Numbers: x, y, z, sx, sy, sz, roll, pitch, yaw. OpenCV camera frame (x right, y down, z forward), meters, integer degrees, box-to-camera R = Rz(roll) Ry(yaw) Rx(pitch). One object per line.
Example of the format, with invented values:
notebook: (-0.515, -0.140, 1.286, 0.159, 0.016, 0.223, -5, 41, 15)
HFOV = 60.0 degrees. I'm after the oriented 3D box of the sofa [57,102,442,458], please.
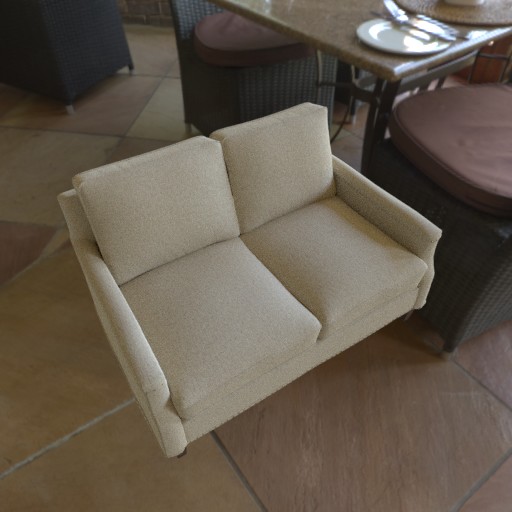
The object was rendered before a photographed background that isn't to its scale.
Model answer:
sofa: (0.000, 0.000, 2.250, 1.597, 1.003, 1.084, -24, 50, -22)
